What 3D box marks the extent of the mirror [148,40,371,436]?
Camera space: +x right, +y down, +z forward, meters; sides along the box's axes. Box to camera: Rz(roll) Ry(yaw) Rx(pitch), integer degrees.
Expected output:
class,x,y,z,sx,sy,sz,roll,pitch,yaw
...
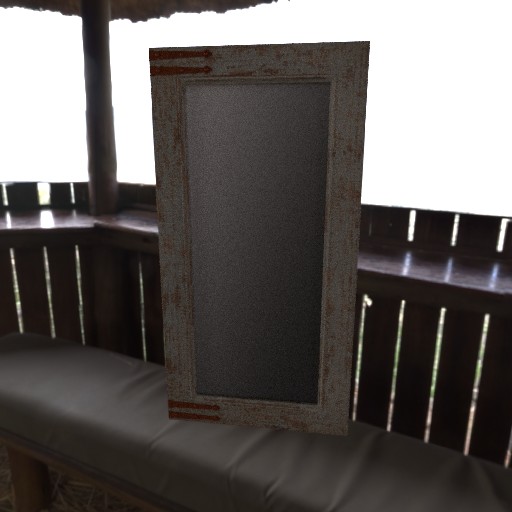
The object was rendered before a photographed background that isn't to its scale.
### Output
class,x,y,z,sx,sy,sz,roll,pitch,yaw
mirror,0.000,0.000,1.052,0.472,0.922,0.027,2,15,8
